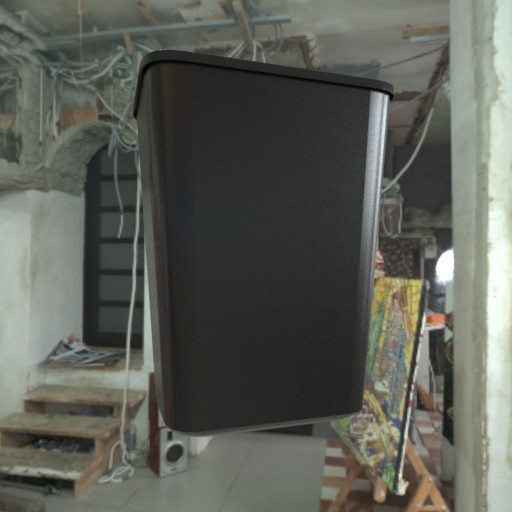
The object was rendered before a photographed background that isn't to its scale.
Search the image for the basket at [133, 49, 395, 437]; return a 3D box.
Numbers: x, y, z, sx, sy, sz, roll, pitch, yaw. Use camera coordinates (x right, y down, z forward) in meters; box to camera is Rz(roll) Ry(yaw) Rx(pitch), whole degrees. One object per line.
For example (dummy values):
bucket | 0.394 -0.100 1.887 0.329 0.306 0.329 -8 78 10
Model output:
basket | 0.000 0.000 0.744 0.394 0.521 0.287 0 -1 -18
